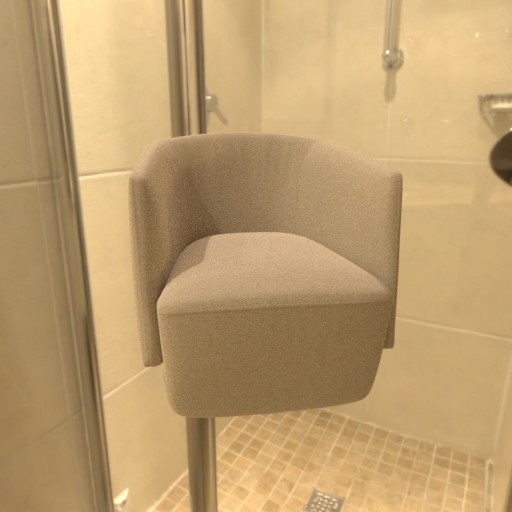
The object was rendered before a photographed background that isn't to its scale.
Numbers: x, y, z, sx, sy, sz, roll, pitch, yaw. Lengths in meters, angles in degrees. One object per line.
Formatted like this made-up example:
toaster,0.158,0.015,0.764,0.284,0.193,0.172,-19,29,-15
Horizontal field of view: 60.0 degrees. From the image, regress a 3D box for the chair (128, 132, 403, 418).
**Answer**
chair,0.000,0.000,1.606,0.822,0.861,0.986,-2,16,-8
